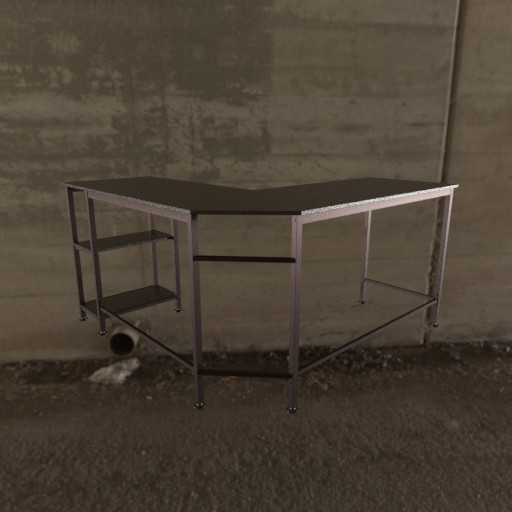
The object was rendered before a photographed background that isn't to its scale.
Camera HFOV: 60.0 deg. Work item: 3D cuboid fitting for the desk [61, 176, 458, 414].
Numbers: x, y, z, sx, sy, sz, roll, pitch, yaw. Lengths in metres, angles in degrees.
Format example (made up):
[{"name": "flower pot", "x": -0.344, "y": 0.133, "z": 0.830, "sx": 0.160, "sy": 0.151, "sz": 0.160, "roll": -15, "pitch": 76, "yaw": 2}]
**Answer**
[{"name": "desk", "x": 0.000, "y": 0.000, "z": 2.272, "sx": 1.379, "sy": 0.739, "sz": 1.379, "roll": -14, "pitch": 21, "yaw": -41}]
